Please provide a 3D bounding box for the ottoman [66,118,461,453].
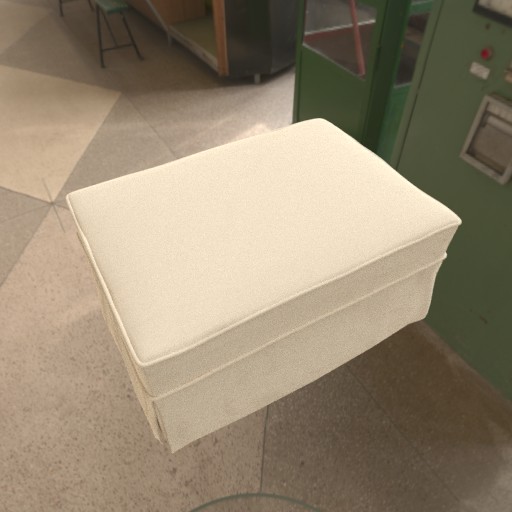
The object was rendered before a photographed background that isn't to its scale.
[{"bbox_3d":[0.000,0.000,1.353,0.944,0.479,0.703,-22,50,-20],"label":"ottoman"}]
